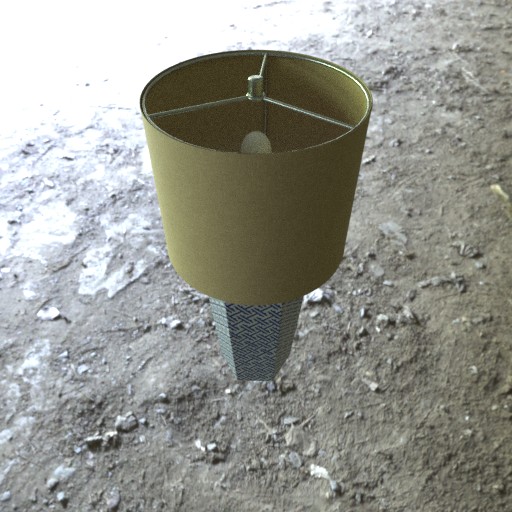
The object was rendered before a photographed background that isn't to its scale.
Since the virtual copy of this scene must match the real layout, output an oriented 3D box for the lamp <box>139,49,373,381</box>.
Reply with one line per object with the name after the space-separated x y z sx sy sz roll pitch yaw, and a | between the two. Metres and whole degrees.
0.000 0.000 0.842 0.320 0.682 0.320 4 45 5 | lamp
